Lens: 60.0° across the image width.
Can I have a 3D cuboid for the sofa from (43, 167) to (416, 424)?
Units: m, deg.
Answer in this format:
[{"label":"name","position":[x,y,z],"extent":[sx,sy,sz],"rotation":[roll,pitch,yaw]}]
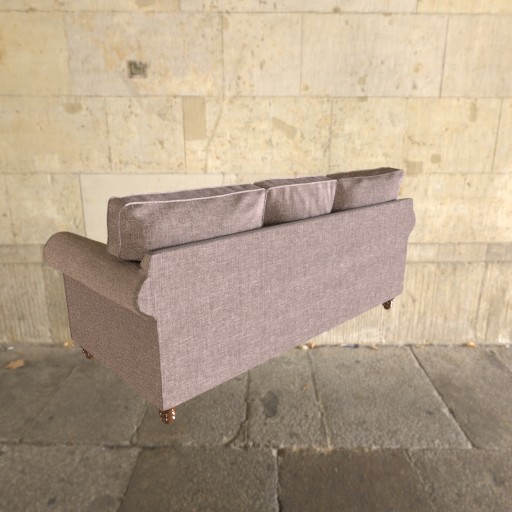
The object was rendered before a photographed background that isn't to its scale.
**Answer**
[{"label":"sofa","position":[0.000,0.000,2.588],"extent":[2.084,0.961,0.916],"rotation":[-15,22,-42]}]
